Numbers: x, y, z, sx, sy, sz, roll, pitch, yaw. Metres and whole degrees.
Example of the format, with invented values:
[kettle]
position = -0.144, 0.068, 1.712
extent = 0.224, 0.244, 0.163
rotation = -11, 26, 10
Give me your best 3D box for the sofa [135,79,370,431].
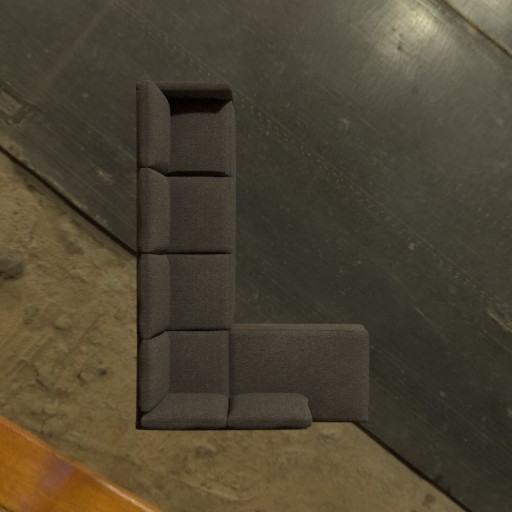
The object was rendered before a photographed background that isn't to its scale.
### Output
[sofa]
position = 0.000, 0.000, 3.875
extent = 2.007, 0.815, 2.949
rotation = 0, 90, -1
